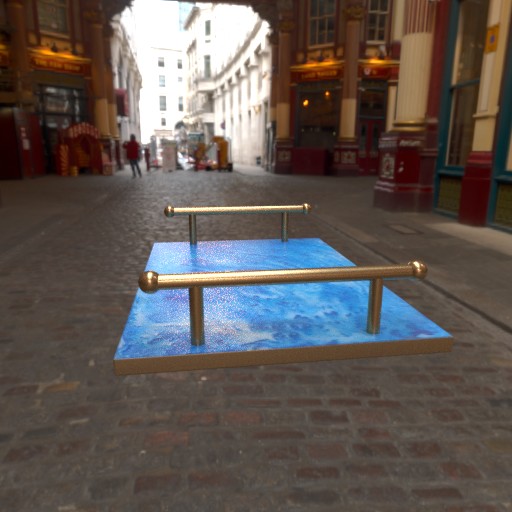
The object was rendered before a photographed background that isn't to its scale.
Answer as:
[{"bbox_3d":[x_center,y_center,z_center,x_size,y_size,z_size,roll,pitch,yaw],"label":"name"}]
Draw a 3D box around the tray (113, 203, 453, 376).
[{"bbox_3d":[0.000,0.000,0.592,0.304,0.084,0.444,-2,14,-8],"label":"tray"}]
